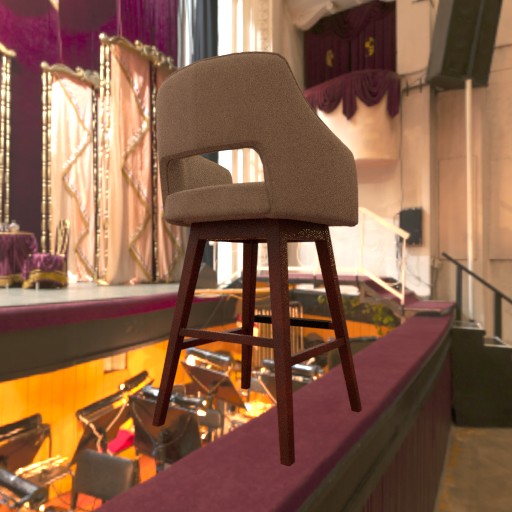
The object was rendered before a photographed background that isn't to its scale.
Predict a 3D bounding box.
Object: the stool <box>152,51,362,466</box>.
[{"bbox_3d":[0.000,0.000,1.365,0.548,1.012,0.558,0,0,34],"label":"stool"}]
